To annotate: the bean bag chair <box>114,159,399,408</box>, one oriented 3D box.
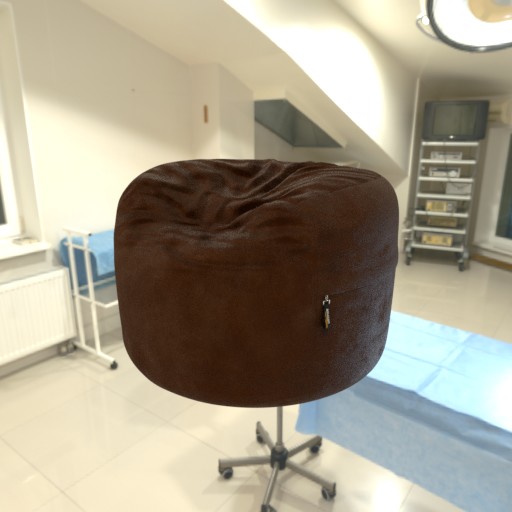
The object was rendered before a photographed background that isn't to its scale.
[{"bbox_3d":[0.000,0.000,1.501,0.918,0.616,0.918,0,16,0],"label":"bean bag chair"}]
